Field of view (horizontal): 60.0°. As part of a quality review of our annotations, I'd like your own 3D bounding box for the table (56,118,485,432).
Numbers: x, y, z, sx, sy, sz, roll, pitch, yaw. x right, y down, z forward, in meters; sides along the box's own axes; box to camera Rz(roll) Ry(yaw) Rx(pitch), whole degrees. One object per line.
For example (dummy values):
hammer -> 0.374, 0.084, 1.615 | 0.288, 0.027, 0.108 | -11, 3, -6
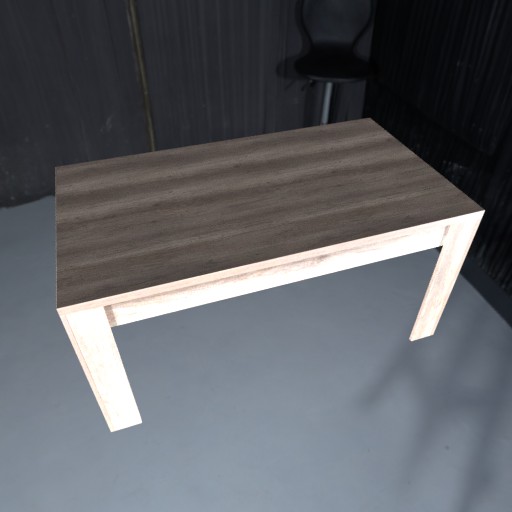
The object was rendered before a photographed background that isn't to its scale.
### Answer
table -> 0.000, 0.000, 2.127 | 1.600, 0.775, 0.900 | -13, 43, -14
